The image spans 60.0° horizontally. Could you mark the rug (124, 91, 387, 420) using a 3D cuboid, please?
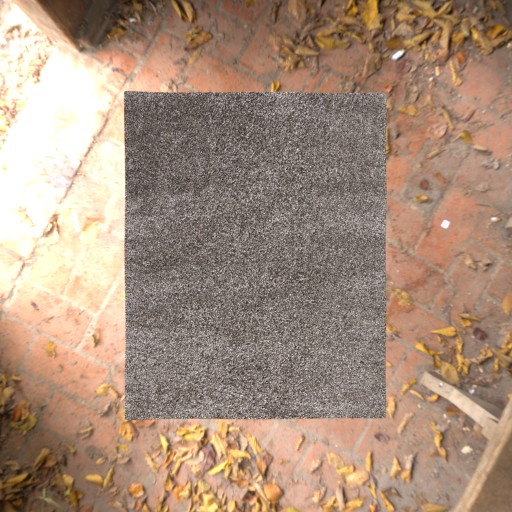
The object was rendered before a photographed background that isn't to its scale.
[{"bbox_3d":[0.000,0.000,4.066,2.401,0.025,3.000,0,90,-1],"label":"rug"}]
